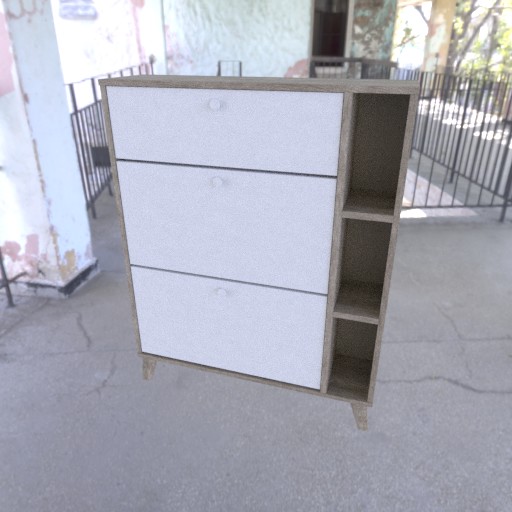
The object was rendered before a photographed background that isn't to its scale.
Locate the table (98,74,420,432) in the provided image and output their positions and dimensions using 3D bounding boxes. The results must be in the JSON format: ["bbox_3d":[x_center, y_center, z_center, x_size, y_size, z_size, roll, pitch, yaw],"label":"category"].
[{"bbox_3d":[0.000,0.000,1.533,0.902,1.135,0.256,8,26,16],"label":"table"}]
